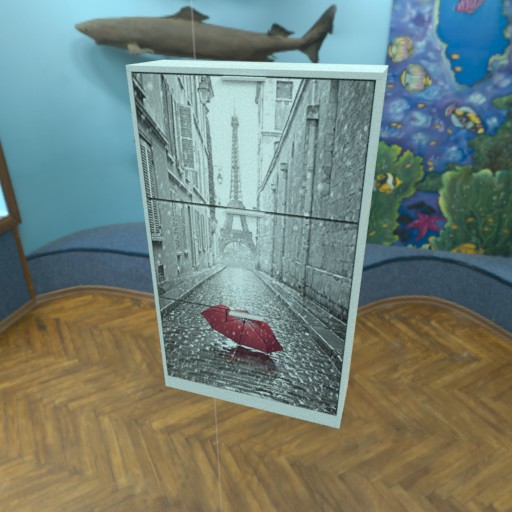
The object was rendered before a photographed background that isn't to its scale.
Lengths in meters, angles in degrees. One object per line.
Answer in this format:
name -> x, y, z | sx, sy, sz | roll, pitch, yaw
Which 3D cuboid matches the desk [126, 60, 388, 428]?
desk -> 0.000, 0.000, 1.616 | 0.750, 1.280, 0.250 | 8, 29, 16
